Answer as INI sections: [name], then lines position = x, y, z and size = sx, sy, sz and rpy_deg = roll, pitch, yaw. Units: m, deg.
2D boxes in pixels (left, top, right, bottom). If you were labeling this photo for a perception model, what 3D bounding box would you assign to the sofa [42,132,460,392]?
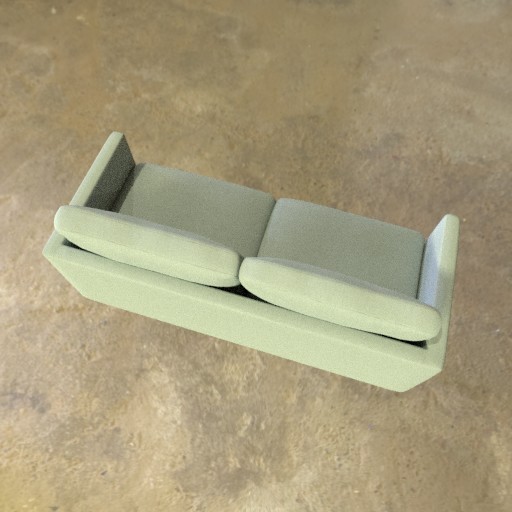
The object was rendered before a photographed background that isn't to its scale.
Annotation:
[sofa]
position = 0.000, 0.000, 2.722
size = 2.208, 0.965, 0.951
rpy_deg = 15, 65, 7
